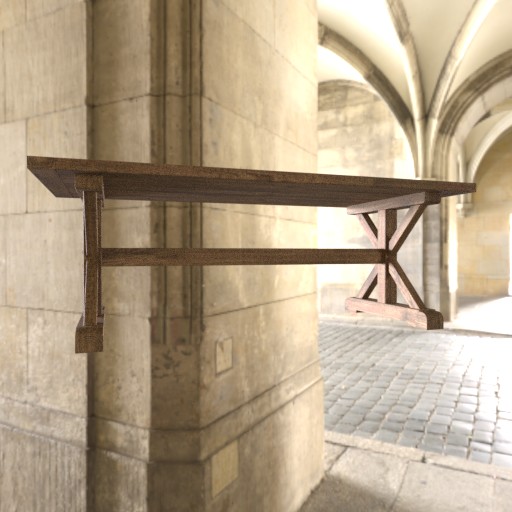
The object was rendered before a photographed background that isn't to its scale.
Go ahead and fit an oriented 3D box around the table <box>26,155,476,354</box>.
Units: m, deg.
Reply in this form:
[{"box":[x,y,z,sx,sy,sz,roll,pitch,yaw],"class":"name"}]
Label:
[{"box":[0.000,0.000,2.339,2.031,0.733,0.907,0,1,-18],"class":"table"}]
